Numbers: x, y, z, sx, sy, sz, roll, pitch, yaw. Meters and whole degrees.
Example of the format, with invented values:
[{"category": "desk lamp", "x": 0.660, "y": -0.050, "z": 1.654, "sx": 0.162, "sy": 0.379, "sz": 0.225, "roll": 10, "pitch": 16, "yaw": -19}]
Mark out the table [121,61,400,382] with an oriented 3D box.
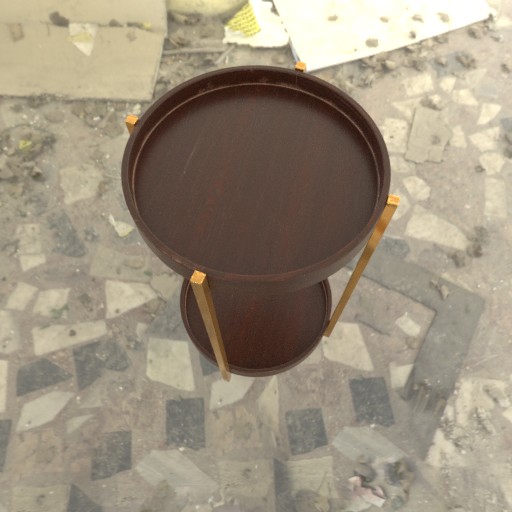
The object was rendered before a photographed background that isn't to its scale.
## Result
[{"category": "table", "x": 0.000, "y": 0.000, "z": 0.881, "sx": 0.400, "sy": 0.610, "sz": 0.400, "roll": 19, "pitch": 65, "yaw": 9}]
